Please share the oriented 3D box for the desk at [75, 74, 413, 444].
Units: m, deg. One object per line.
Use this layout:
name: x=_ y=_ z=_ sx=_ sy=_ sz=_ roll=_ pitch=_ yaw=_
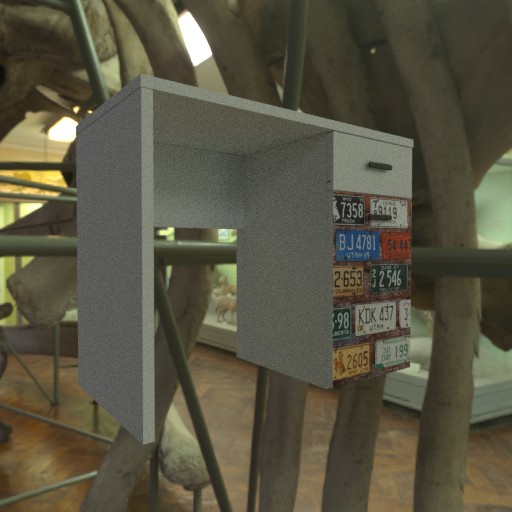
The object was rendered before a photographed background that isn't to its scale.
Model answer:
desk: x=0.000 y=0.000 z=1.320 sx=0.898 sy=0.730 sz=0.482 roll=-1 pitch=2 yaw=-37
